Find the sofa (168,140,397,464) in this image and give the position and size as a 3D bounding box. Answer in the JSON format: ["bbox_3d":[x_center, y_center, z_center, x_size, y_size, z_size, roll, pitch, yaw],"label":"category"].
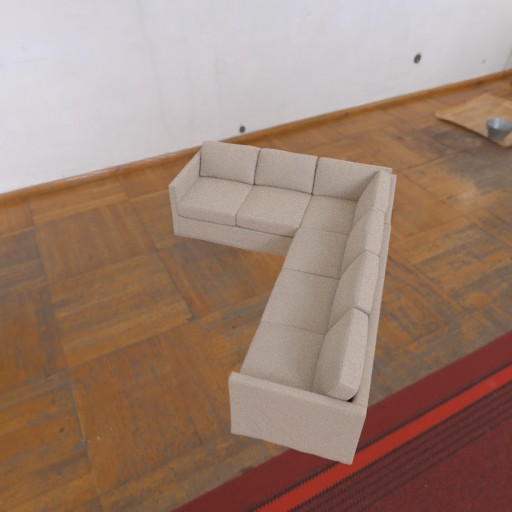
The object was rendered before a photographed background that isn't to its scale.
[{"bbox_3d":[0.000,0.000,4.361,2.432,0.871,3.182,11,41,13],"label":"sofa"}]
